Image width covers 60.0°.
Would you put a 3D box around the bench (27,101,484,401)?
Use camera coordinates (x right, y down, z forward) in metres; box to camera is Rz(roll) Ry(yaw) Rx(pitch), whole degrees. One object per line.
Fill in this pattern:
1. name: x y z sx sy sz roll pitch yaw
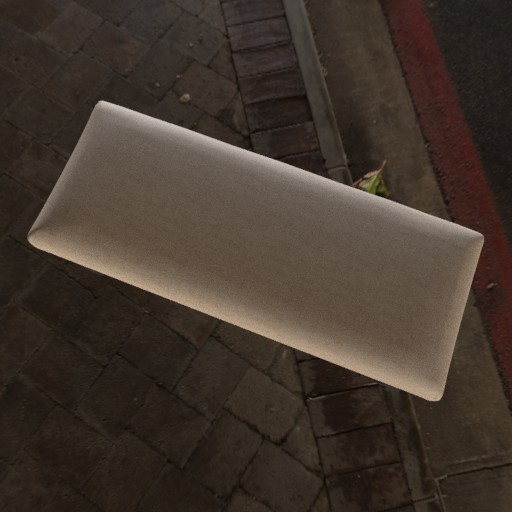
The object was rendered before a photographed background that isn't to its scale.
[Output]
1. bench: 0.000 0.000 1.213 1.013 0.456 0.407 20 77 5
